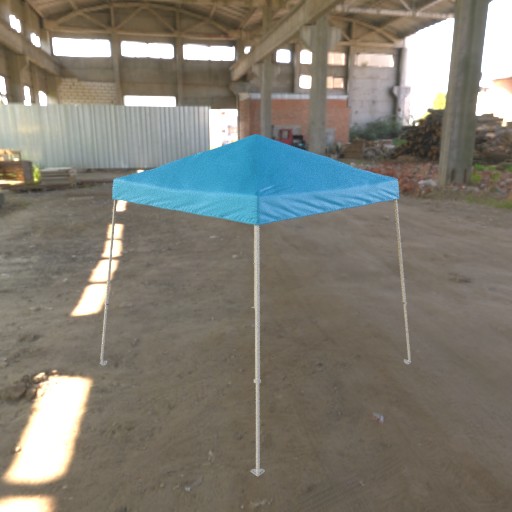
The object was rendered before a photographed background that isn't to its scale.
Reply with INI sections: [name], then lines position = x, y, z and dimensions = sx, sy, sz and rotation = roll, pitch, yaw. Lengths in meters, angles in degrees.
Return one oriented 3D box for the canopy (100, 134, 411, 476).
[canopy]
position = 0.000, 0.000, 6.793
dimensions = 3.599, 3.600, 3.600
rotation = 14, 20, 43
